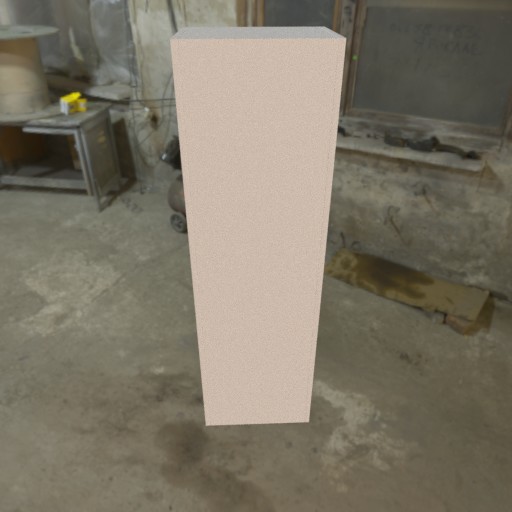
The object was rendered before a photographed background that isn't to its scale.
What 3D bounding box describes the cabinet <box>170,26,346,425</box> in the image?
[{"bbox_3d":[0.000,0.000,1.489,0.400,1.350,0.300,-1,32,-2],"label":"cabinet"}]
